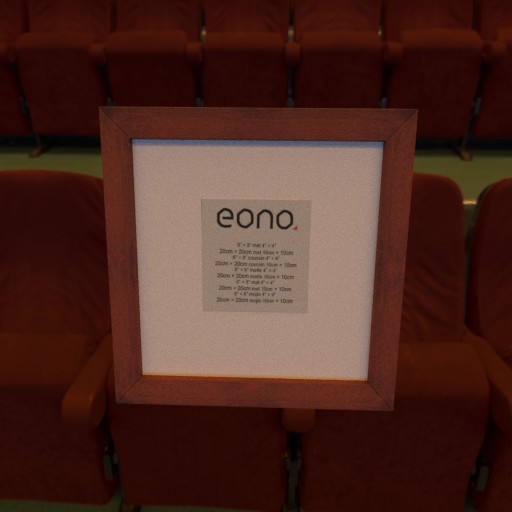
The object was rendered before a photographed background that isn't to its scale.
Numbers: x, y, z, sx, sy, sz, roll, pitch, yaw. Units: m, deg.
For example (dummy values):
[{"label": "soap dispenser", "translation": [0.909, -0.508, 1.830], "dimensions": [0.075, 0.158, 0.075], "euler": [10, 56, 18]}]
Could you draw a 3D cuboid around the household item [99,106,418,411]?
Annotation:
[{"label": "household item", "translation": [0.000, 0.000, 0.381], "dimensions": [0.240, 0.240, 0.131], "euler": [1, 31, 2]}]
